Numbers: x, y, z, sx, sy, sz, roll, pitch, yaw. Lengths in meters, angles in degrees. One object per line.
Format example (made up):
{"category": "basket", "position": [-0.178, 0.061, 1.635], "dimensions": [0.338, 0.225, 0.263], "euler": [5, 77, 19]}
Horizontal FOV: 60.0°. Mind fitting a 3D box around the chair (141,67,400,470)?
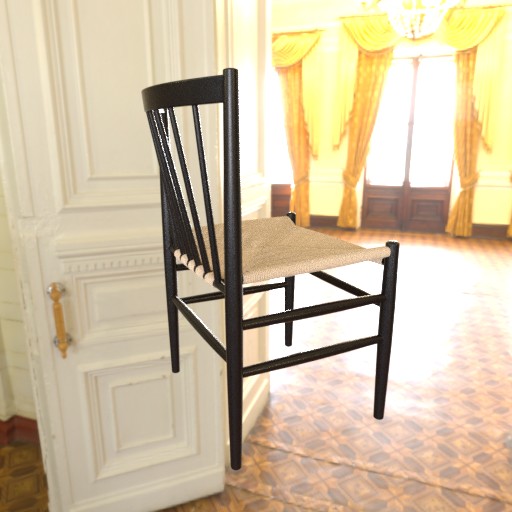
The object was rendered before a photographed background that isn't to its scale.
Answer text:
{"category": "chair", "position": [0.000, 0.000, 1.136], "dimensions": [0.516, 0.818, 0.495], "euler": [-7, 17, -25]}
